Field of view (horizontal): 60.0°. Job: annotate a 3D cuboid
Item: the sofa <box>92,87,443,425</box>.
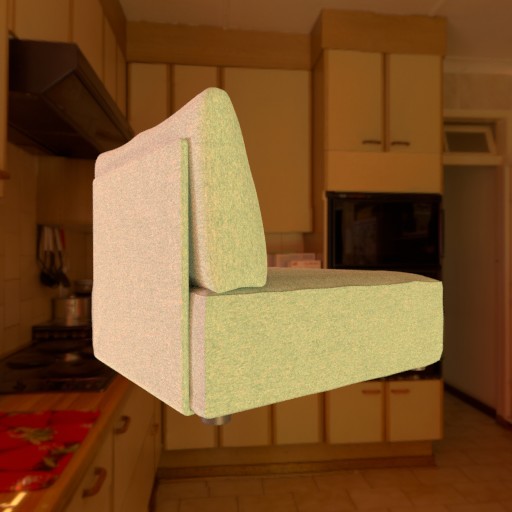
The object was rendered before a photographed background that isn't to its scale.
[{"bbox_3d":[0.000,0.000,1.684,1.000,0.820,0.930,0,0,-36],"label":"sofa"}]
